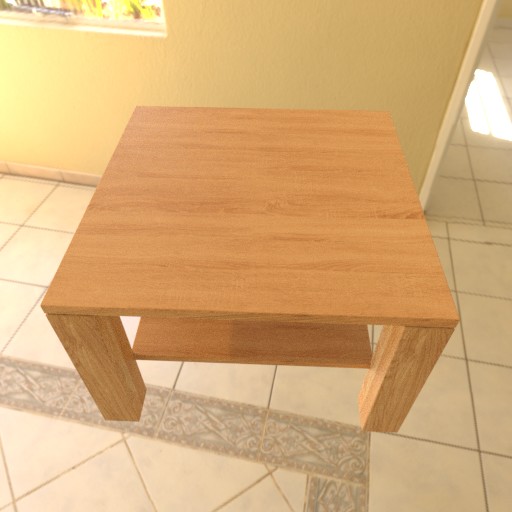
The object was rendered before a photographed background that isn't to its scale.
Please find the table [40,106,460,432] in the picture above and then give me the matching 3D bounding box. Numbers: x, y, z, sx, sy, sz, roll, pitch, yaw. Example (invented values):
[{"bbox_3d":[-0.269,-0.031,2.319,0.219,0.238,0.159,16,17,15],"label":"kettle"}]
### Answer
[{"bbox_3d":[0.000,0.000,1.140,0.700,0.450,0.700,2,46,2],"label":"table"}]
